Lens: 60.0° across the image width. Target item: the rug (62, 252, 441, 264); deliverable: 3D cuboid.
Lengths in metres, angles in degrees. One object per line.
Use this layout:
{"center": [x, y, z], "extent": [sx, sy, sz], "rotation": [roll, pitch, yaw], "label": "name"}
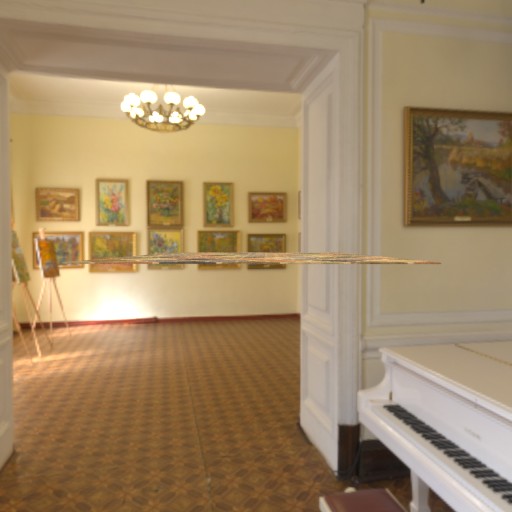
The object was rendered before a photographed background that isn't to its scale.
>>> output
{"center": [0.000, 0.000, 2.919], "extent": [1.521, 0.006, 2.284], "rotation": [0, 1, 1], "label": "rug"}
